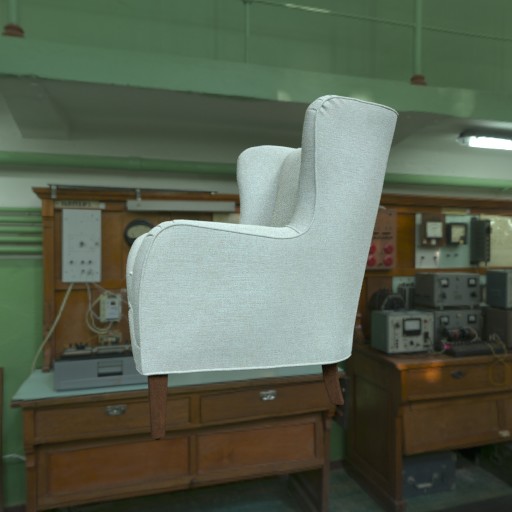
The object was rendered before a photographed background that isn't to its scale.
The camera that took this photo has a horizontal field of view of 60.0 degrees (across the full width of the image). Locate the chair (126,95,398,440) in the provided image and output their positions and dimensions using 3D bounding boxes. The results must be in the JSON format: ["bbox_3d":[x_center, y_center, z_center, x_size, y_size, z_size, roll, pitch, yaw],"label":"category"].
[{"bbox_3d":[0.000,0.000,1.742,0.966,1.040,0.838,0,1,-17],"label":"chair"}]
